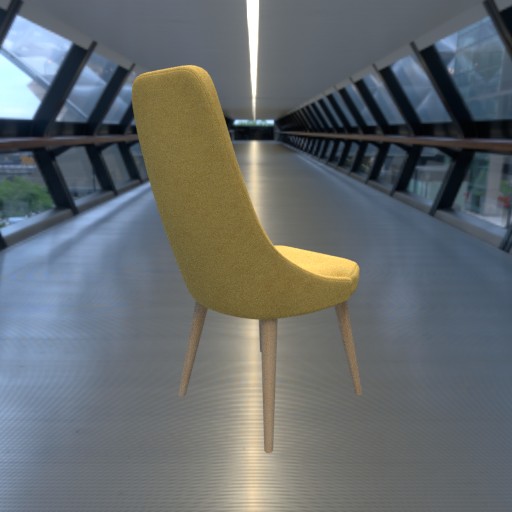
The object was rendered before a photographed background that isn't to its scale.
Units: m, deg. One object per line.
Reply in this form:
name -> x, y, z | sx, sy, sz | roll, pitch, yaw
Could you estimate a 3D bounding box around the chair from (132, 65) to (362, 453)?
chair -> 0.000, 0.000, 1.407 | 0.510, 1.040, 0.660 | 14, 20, 42
